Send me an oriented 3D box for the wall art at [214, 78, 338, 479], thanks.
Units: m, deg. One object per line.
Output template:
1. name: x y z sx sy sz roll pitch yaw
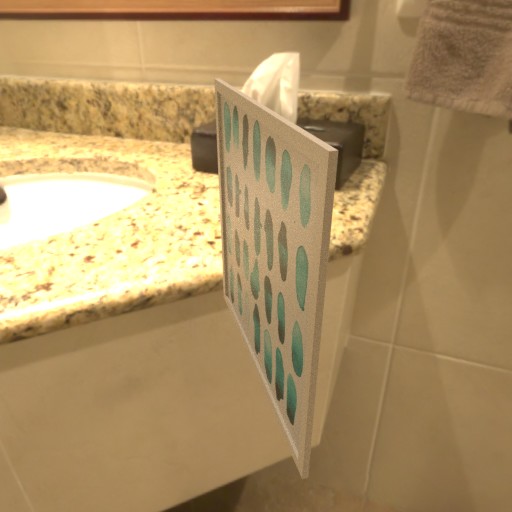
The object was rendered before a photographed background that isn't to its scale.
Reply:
1. wall art: 0.000 0.000 0.687 0.009 0.457 0.456 -9 31 -15
